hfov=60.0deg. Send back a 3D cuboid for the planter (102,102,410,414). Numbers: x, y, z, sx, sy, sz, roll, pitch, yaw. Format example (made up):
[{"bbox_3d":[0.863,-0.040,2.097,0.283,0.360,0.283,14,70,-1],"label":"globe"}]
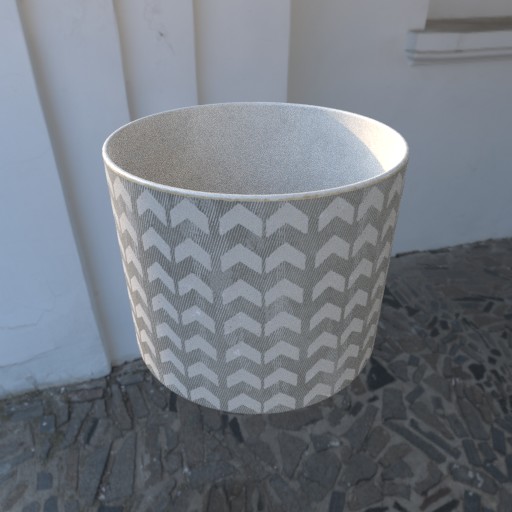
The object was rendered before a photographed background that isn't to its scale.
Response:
[{"bbox_3d":[0.000,0.000,0.332,0.190,0.181,0.190,0,32,0],"label":"planter"}]
